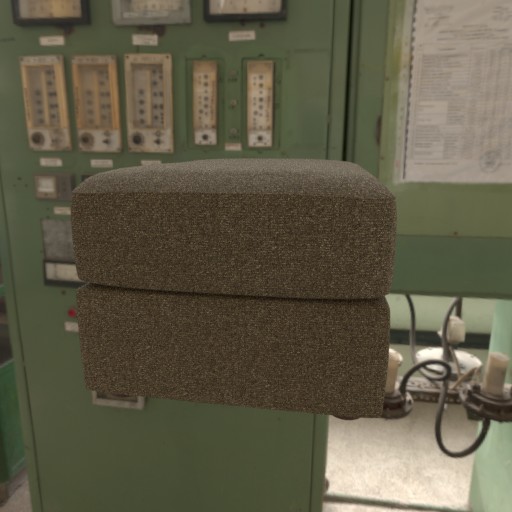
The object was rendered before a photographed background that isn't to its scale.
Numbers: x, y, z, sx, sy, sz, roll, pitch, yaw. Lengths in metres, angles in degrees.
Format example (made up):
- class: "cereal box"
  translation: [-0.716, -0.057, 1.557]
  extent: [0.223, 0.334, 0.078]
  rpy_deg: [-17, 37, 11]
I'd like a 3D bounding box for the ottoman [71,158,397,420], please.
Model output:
- class: "ottoman"
  translation: [0.000, 0.000, 1.128]
  extent: [0.598, 0.476, 0.742]
  rpy_deg: [2, 14, 10]
